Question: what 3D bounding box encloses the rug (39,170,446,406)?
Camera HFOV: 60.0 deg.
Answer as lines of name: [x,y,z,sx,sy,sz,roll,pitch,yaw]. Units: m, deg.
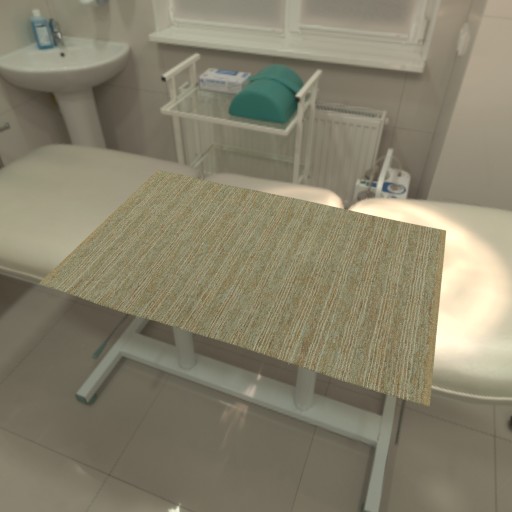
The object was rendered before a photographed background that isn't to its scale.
rug: [0.000,0.000,3.088,2.448,0.012,1.540,14,44,15]
